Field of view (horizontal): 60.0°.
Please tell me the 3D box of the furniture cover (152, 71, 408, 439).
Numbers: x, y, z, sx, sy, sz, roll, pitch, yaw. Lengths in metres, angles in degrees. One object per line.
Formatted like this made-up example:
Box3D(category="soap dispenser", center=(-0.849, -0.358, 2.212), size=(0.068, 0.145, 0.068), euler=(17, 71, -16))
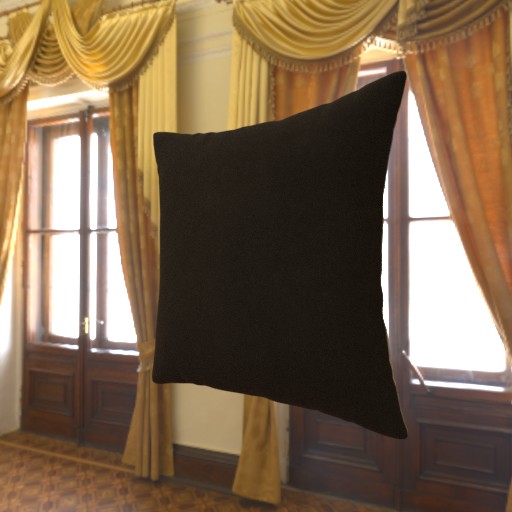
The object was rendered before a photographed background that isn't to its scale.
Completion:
Box3D(category="furniture cover", center=(0.000, 0.000, 0.756), size=(0.511, 0.509, 0.161), euler=(-1, -1, 35))
